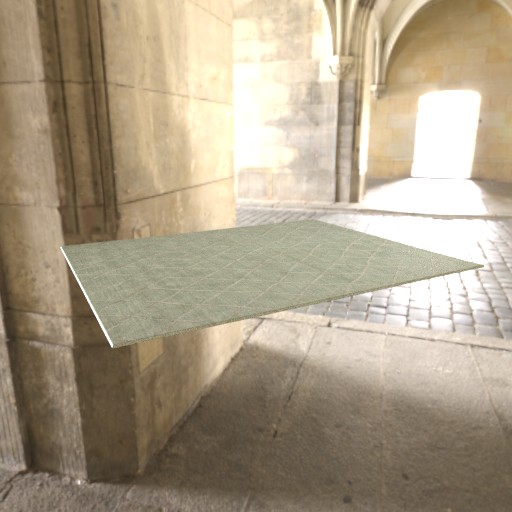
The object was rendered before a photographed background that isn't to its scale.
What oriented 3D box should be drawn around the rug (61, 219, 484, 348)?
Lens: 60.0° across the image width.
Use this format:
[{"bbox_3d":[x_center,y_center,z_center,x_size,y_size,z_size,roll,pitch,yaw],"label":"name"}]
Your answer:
[{"bbox_3d":[0.000,0.000,4.028,3.039,0.019,2.420,-8,17,-28],"label":"rug"}]
